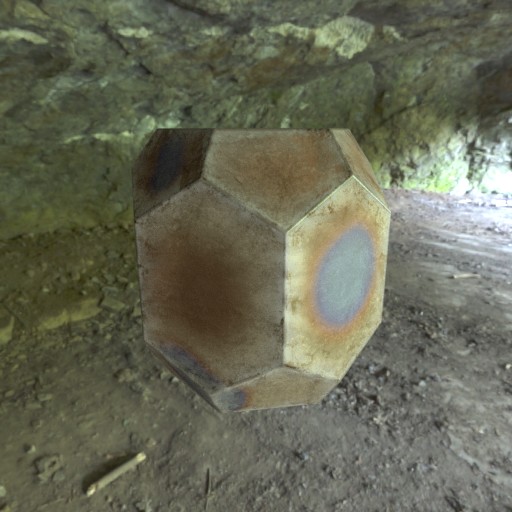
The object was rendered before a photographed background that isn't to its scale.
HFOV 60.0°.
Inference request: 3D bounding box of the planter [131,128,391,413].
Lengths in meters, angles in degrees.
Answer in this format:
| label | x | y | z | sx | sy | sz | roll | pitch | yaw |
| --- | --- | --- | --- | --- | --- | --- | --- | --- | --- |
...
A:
| label | x | y | z | sx | sy | sz | roll | pitch | yaw |
| --- | --- | --- | --- | --- | --- | --- | --- | --- | --- |
| planter | 0.000 | 0.000 | 0.429 | 0.221 | 0.238 | 0.243 | -3 | 16 | -9 |
